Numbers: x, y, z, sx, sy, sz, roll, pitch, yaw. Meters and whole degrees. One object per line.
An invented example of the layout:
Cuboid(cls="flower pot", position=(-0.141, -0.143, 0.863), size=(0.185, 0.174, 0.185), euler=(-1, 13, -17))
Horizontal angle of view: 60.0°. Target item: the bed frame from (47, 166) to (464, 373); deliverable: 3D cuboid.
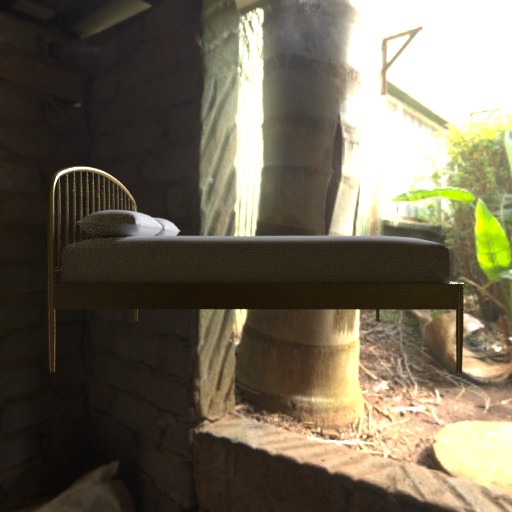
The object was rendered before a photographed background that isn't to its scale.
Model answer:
Cuboid(cls="bed frame", position=(0.000, 0.000, 3.079), size=(2.152, 1.175, 1.612), euler=(0, 1, 0))
